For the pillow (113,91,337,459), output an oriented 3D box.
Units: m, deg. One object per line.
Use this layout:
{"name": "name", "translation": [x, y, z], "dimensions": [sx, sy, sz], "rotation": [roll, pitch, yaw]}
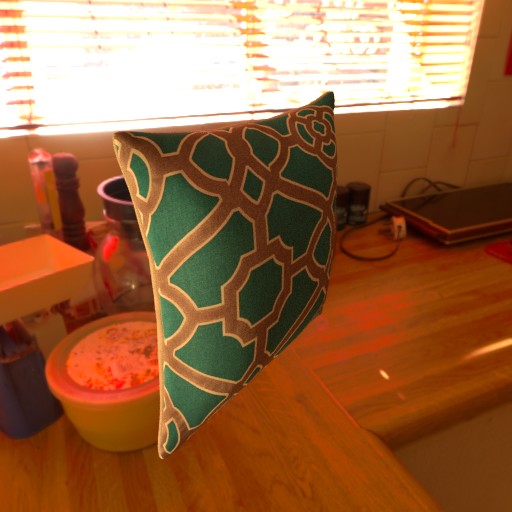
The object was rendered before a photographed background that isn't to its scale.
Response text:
{"name": "pillow", "translation": [0.000, 0.000, 0.782], "dimensions": [0.166, 0.507, 0.526], "rotation": [18, 31, 32]}
